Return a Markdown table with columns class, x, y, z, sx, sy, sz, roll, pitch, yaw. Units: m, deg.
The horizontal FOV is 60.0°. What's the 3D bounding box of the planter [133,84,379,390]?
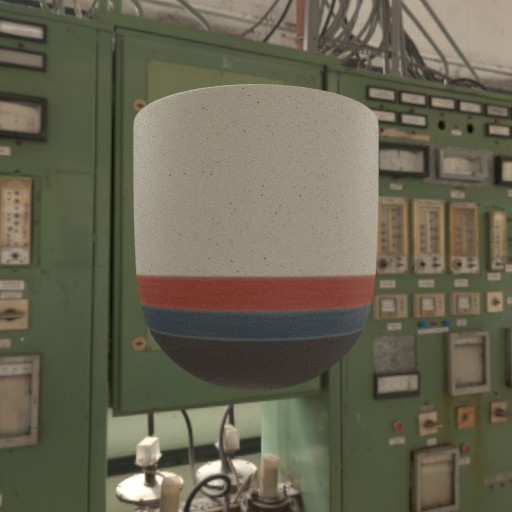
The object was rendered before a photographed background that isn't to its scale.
| class | x | y | z | sx | sy | sz | roll | pitch | yaw |
| --- | --- | --- | --- | --- | --- | --- | --- | --- | --- |
| planter | 0.000 | 0.000 | 0.380 | 0.204 | 0.214 | 0.204 | 0 | -1 | 0 |
